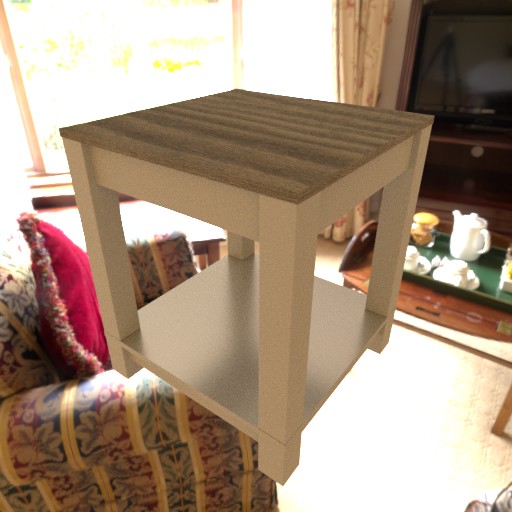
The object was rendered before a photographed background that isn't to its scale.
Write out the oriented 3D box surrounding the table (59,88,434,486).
[{"bbox_3d":[0.000,0.000,0.984,0.506,0.587,0.504,21,36,31],"label":"table"}]
